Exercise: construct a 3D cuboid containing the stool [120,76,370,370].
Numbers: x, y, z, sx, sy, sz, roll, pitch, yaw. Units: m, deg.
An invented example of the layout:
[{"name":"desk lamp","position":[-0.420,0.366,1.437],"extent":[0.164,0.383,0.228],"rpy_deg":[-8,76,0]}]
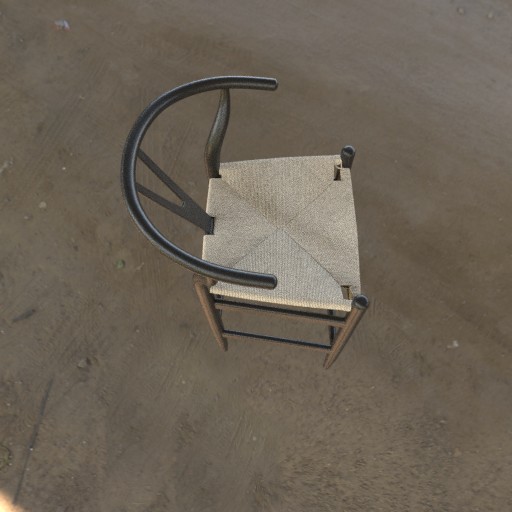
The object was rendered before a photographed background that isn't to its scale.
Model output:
[{"name":"stool","position":[0.000,0.000,1.378],"extent":[0.579,0.970,0.569],"rpy_deg":[1,64,1]}]
